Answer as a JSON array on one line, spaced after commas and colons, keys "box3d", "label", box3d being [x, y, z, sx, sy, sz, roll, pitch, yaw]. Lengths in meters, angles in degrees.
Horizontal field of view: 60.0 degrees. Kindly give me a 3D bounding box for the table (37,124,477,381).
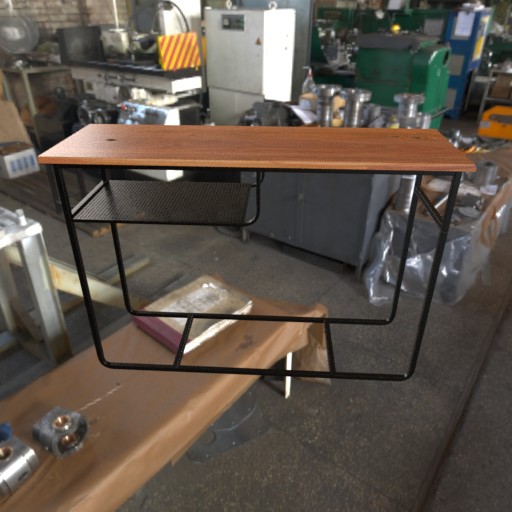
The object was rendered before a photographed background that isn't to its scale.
[{"box3d": [0.000, 0.000, 1.444, 1.100, 0.750, 0.350, 2, 30, 3], "label": "table"}]
